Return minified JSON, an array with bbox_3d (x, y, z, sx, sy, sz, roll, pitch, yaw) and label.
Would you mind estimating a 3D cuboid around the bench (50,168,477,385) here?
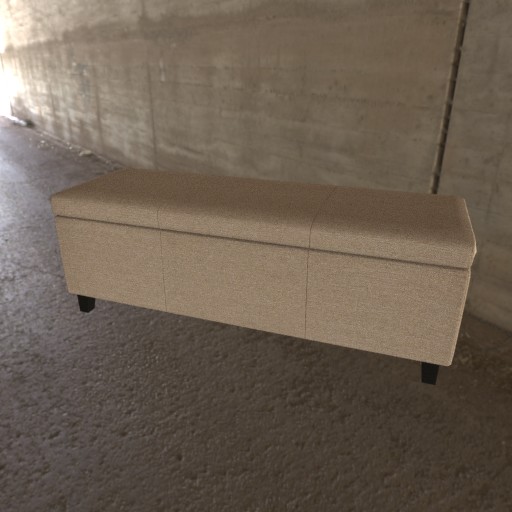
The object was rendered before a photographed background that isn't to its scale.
[{"bbox_3d":[0.000,0.000,1.487,1.269,0.438,0.446,8,25,18],"label":"bench"}]
